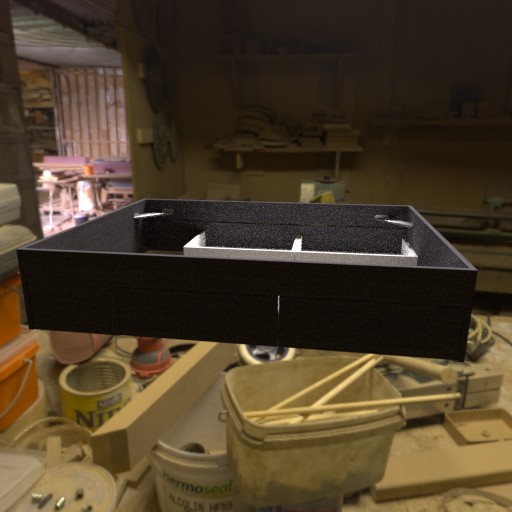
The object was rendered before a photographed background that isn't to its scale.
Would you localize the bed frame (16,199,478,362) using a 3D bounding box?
[{"bbox_3d":[0.000,0.000,2.579,1.944,0.459,1.448,3,17,9],"label":"bed frame"}]
